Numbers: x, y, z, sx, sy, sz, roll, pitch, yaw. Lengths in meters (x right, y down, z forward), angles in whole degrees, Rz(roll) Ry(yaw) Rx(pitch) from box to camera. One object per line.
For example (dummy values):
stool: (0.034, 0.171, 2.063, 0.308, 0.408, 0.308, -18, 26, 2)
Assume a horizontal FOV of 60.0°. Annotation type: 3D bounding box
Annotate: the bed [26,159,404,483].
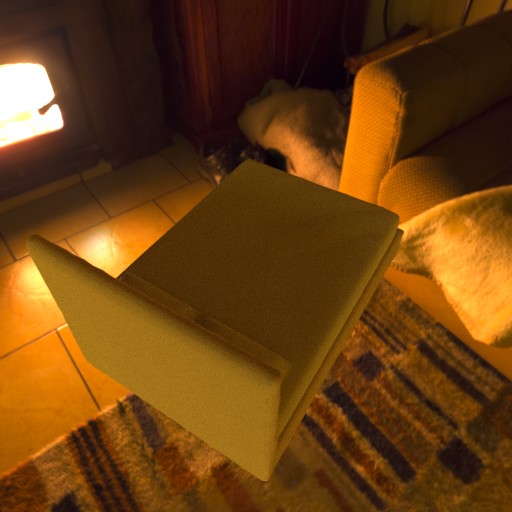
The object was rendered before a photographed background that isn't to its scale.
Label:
bed: (0.000, 0.000, 3.421, 1.698, 1.427, 2.387, 25, 52, 21)
